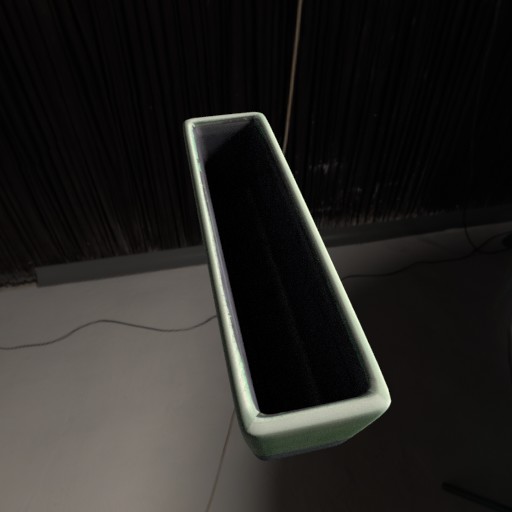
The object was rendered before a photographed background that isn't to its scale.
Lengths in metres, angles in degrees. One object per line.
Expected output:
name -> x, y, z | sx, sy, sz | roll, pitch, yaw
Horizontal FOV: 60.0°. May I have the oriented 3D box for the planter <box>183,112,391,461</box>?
planter -> 0.000, 0.000, 0.311 | 0.072, 0.072, 0.275 | -9, 47, -8
